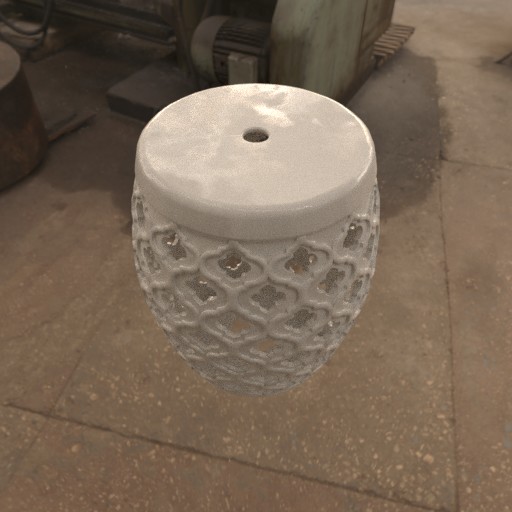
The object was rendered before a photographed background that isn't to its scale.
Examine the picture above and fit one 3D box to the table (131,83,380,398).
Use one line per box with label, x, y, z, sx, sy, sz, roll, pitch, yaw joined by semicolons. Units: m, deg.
table;0.000;0.000;0.628;0.325;0.388;0.325;0;47;0
